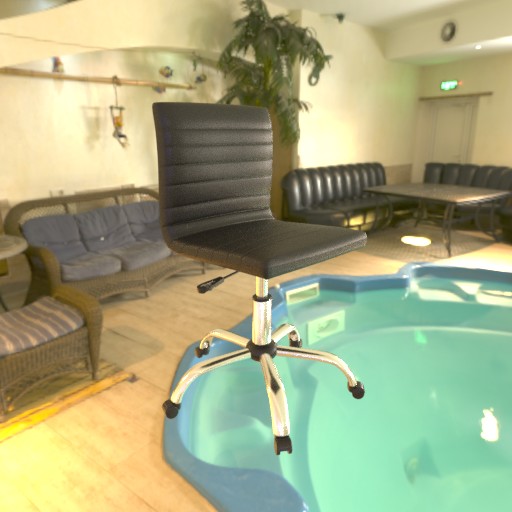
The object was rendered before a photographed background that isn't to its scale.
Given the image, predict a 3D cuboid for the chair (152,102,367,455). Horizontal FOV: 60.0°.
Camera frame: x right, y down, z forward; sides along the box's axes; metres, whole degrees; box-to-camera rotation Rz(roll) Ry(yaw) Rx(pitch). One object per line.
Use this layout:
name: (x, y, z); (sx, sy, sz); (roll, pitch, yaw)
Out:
chair: (0.000, 0.000, 1.181); (0.530, 0.780, 0.556); (15, 22, 42)
